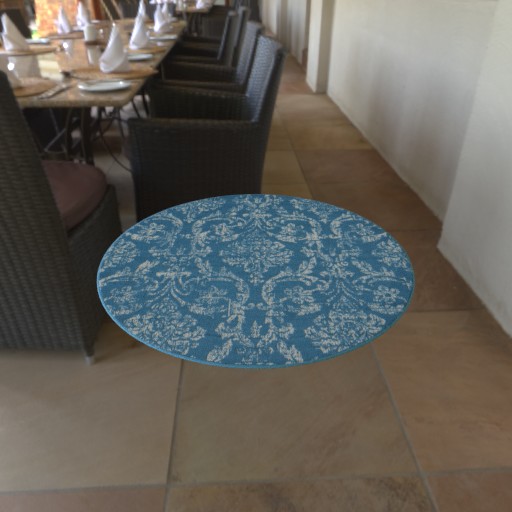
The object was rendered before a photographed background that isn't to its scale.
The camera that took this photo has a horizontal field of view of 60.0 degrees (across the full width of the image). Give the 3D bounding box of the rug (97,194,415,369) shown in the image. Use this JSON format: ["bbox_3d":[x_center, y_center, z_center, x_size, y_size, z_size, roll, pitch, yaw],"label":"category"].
[{"bbox_3d":[0.000,0.000,2.321,1.593,0.012,1.593,0,31,0],"label":"rug"}]
